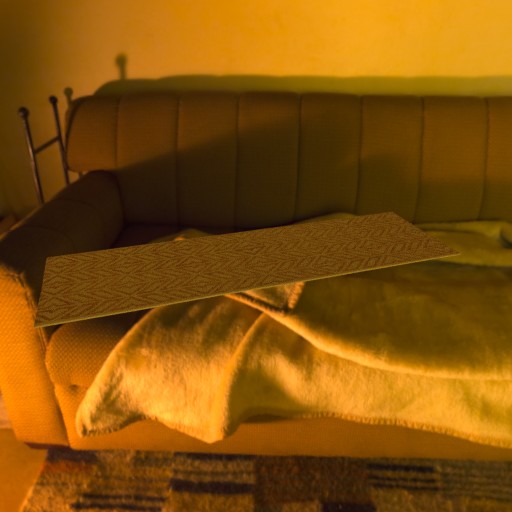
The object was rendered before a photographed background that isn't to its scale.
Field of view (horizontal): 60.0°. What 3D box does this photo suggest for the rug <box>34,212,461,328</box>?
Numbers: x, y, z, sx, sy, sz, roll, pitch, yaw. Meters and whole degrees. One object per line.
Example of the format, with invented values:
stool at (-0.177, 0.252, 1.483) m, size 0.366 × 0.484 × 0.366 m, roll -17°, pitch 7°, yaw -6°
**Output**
rug at (0.000, 0.000, 2.725) m, size 2.435 × 0.009 × 0.750 m, roll -9°, pitch 28°, yaw -16°
